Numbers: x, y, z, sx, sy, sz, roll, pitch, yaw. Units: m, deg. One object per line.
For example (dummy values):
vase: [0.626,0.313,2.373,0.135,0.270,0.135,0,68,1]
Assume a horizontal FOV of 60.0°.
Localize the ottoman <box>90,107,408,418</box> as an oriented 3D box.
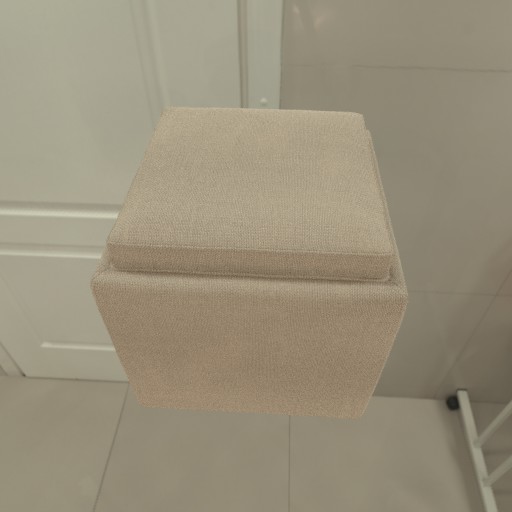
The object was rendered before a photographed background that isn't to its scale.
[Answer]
ottoman: [0.000,0.000,0.856,0.451,0.460,0.450,2,46,2]
